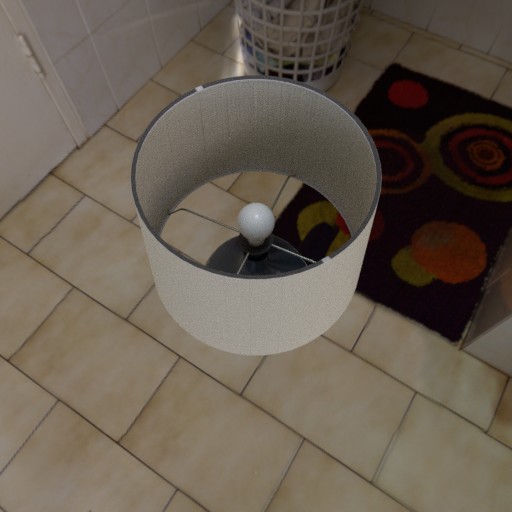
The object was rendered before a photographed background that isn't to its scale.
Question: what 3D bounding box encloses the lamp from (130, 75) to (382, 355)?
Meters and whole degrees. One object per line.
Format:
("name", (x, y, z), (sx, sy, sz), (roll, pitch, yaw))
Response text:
("lamp", (0.000, 0.000, 0.818), (0.376, 0.540, 0.376), (0, 64, 0))
